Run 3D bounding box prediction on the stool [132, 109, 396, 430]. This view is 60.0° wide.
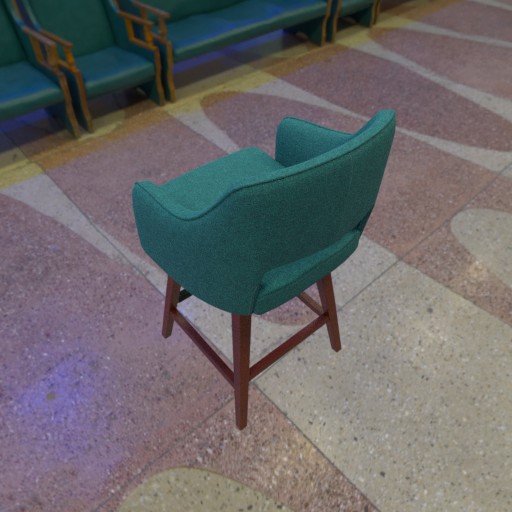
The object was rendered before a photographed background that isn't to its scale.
[{"bbox_3d":[0.000,0.000,1.285,0.548,0.961,0.556,-31,53,-27],"label":"stool"}]
